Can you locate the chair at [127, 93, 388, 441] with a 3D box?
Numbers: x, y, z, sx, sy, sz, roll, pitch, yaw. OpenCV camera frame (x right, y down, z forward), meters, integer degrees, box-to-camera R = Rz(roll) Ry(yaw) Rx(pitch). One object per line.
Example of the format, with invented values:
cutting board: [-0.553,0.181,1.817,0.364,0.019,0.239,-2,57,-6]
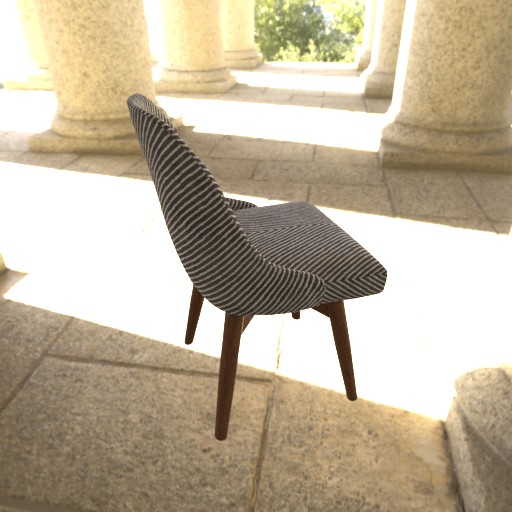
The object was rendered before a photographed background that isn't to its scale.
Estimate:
chair: [0.000,0.000,1.264,0.591,0.883,0.504,-10,32,-17]
